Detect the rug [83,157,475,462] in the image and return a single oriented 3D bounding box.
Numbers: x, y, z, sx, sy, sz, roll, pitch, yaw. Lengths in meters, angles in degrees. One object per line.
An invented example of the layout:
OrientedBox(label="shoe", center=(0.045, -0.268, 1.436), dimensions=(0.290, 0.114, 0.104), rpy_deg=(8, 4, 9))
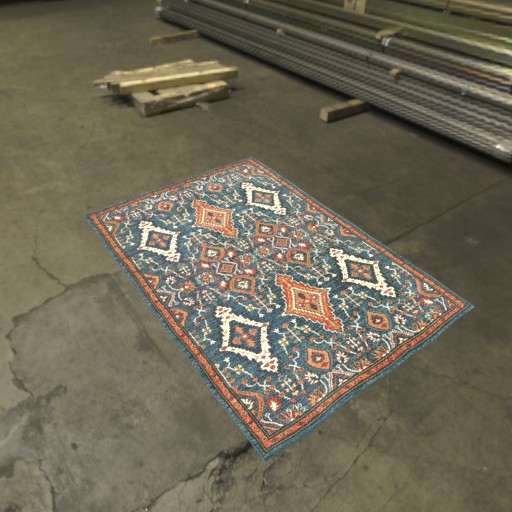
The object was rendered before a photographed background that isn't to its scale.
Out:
OrientedBox(label="rug", center=(0.000, 0.000, 3.069), dimensions=(1.622, 0.009, 2.373), rpy_deg=(-25, 47, -26))
